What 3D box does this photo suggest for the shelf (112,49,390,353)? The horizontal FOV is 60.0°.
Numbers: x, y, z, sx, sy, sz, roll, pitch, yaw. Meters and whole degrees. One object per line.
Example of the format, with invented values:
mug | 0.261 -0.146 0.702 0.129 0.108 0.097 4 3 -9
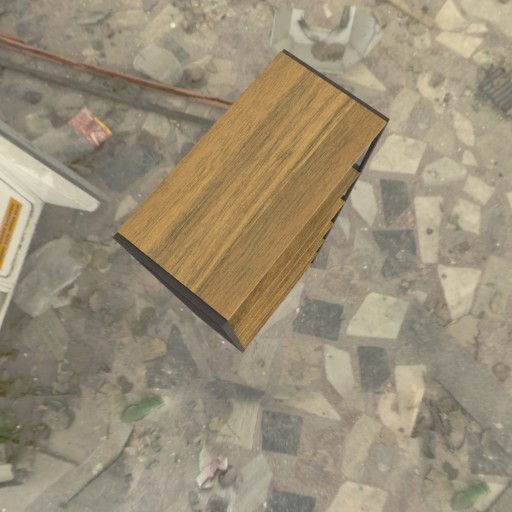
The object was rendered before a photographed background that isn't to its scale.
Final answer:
shelf | 0.000 0.000 2.339 0.431 2.015 0.847 37 79 9
